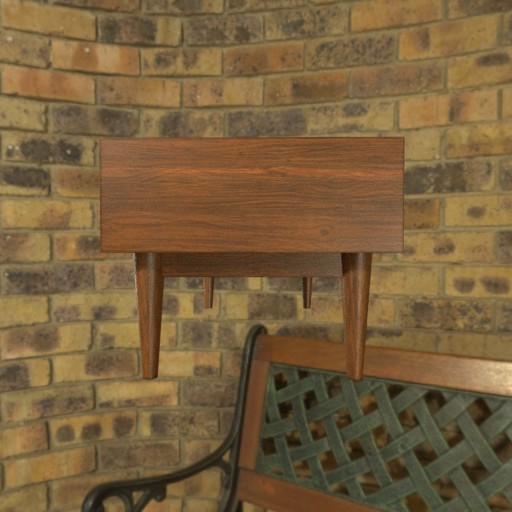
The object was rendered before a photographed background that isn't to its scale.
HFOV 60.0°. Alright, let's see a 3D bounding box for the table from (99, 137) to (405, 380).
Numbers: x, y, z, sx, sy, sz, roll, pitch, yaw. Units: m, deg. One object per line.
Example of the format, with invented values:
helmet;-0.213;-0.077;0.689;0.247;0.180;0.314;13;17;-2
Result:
table;0.000;0.000;1.503;0.610;0.508;1.221;0;2;1
